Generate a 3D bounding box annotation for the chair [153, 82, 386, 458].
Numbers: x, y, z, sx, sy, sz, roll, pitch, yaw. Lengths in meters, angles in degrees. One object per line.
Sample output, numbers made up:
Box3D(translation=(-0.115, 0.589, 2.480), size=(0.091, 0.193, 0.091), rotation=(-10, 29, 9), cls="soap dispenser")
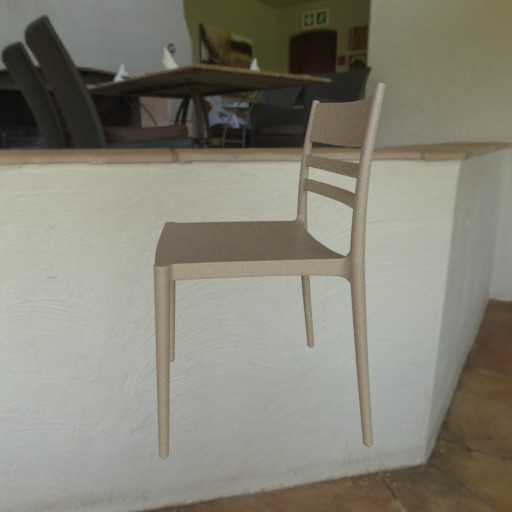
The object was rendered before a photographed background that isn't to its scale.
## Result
Box3D(translation=(0.000, 0.000, 1.148), size=(0.511, 0.800, 0.531), rotation=(-2, 15, -8), cls="chair")
